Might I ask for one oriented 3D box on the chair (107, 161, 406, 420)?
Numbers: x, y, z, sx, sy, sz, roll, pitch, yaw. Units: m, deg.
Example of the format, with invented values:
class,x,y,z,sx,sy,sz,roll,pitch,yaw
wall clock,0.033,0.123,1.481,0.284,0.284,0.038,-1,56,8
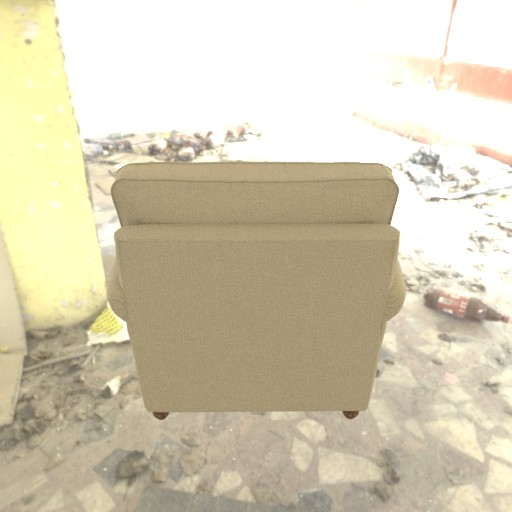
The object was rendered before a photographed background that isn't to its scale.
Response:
class,x,y,z,sx,sy,sz,roll,pitch,yaw
chair,0.000,0.000,1.827,1.029,0.967,0.966,0,29,0
